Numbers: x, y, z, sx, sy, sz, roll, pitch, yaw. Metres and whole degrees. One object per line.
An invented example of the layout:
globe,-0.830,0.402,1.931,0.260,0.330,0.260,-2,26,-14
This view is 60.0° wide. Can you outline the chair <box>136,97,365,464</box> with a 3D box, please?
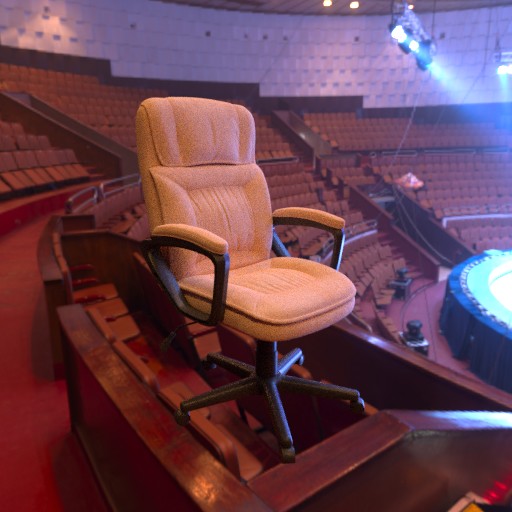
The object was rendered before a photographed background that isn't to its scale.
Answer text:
chair,0.000,0.000,1.571,0.667,1.105,0.724,-13,19,-43
